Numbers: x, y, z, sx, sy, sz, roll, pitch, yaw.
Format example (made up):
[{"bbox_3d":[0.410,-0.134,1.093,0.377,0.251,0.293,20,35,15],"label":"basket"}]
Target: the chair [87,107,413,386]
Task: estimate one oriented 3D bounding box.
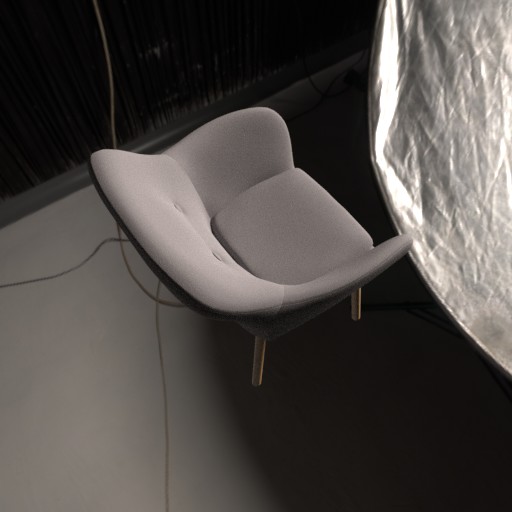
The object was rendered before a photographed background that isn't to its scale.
[{"bbox_3d":[0.000,0.000,1.212,0.590,0.830,0.570,-33,65,-17],"label":"chair"}]
